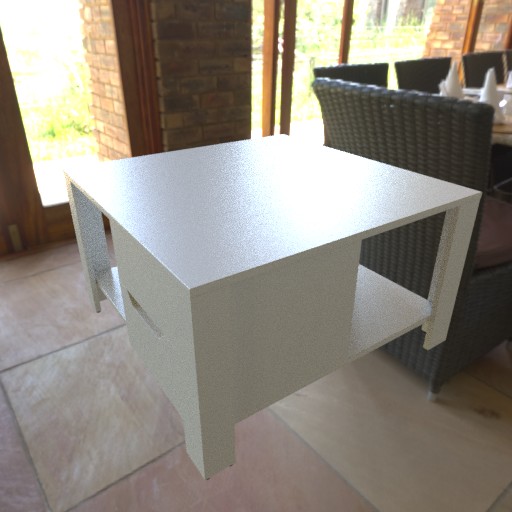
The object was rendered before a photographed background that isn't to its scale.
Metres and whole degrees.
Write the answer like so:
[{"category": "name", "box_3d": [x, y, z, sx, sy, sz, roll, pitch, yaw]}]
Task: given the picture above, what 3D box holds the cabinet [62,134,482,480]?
[{"category": "cabinet", "box_3d": [0.000, 0.000, 1.284, 0.800, 0.460, 0.800, -18, 32, -30]}]
